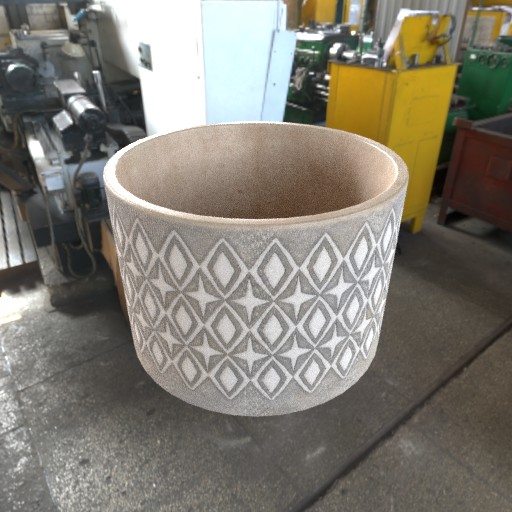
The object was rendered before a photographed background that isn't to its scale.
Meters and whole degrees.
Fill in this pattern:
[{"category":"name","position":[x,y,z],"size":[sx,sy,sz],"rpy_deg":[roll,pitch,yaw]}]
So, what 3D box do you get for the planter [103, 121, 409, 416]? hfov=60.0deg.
[{"category":"planter","position":[0.000,0.000,0.280],"size":[0.164,0.127,0.164],"rpy_deg":[0,31,0]}]
